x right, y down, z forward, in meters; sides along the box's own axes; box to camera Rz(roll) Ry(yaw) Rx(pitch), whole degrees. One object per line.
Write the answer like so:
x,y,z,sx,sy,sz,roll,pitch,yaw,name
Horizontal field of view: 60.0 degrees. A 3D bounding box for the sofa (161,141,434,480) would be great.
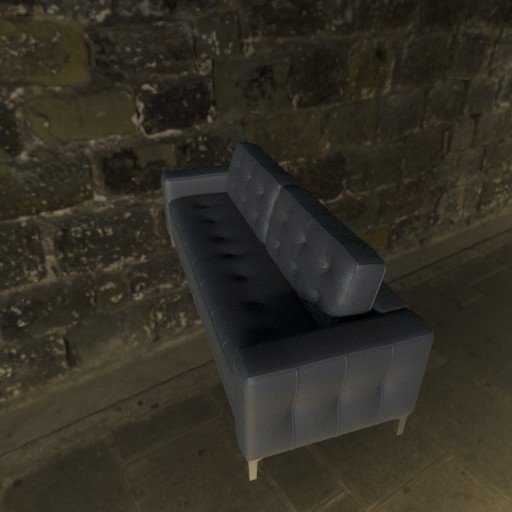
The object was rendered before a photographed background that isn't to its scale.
0.000,0.000,2.700,0.833,0.893,2.275,-10,32,-15,sofa
